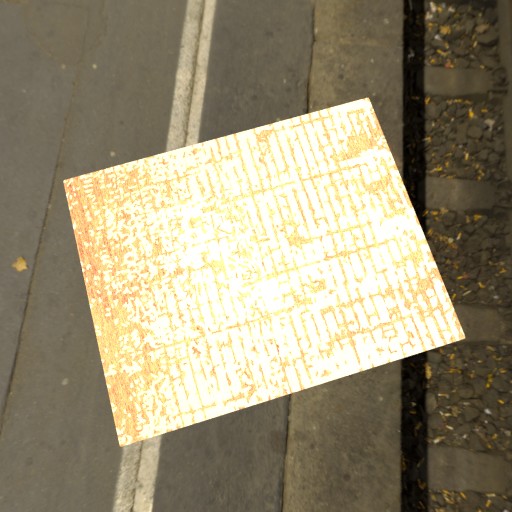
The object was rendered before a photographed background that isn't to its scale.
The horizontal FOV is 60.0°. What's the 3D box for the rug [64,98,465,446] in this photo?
[{"bbox_3d":[0.000,0.000,3.999,3.050,0.011,2.441,-16,77,-4],"label":"rug"}]
